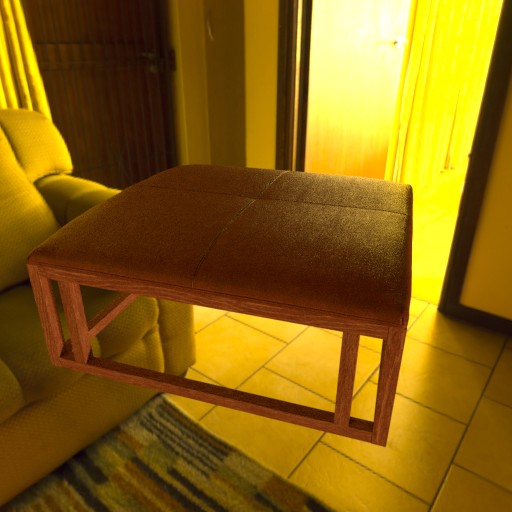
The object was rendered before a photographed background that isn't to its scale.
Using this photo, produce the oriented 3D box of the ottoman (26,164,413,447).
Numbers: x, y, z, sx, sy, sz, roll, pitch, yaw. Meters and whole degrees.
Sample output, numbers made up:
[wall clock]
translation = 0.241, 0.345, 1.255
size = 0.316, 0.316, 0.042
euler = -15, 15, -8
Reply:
[ottoman]
translation = 0.000, 0.000, 1.575
size = 1.016, 0.442, 1.013
euler = 8, 27, 16
